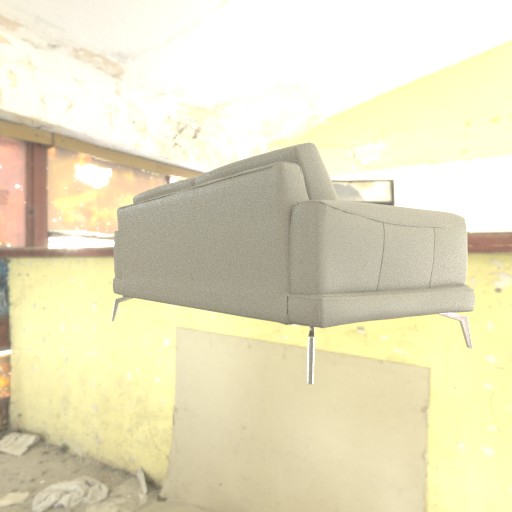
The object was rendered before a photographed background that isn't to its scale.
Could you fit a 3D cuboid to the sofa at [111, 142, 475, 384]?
[{"bbox_3d":[0.000,0.000,2.704,1.121,0.930,2.177,1,-1,-37],"label":"sofa"}]
